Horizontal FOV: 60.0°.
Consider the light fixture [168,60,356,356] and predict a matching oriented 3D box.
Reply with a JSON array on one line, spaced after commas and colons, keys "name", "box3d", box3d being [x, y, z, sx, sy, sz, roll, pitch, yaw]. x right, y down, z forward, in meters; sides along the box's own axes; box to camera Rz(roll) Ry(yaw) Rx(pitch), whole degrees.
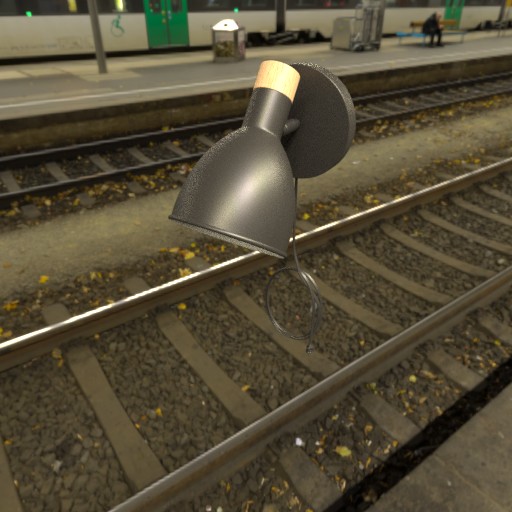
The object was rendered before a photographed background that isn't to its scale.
[{"name": "light fixture", "box3d": [0.000, 0.000, 0.501, 0.127, 0.401, 0.203, 18, 35, 28]}]
